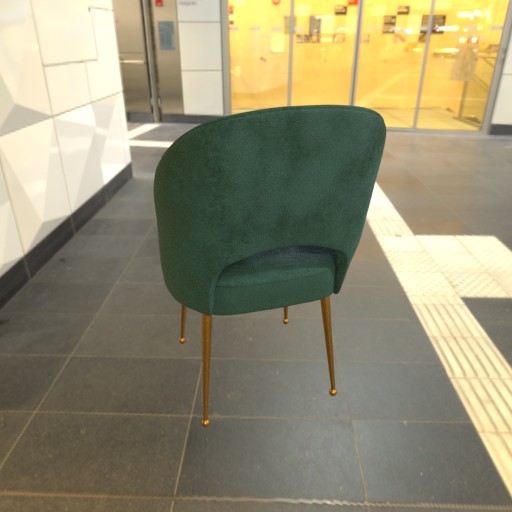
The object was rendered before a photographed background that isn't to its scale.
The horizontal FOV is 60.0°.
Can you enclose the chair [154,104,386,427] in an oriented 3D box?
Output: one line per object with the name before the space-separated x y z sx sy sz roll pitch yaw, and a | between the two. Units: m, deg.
chair | 0.000 0.000 1.219 0.527 0.860 0.577 -8 27 -16
